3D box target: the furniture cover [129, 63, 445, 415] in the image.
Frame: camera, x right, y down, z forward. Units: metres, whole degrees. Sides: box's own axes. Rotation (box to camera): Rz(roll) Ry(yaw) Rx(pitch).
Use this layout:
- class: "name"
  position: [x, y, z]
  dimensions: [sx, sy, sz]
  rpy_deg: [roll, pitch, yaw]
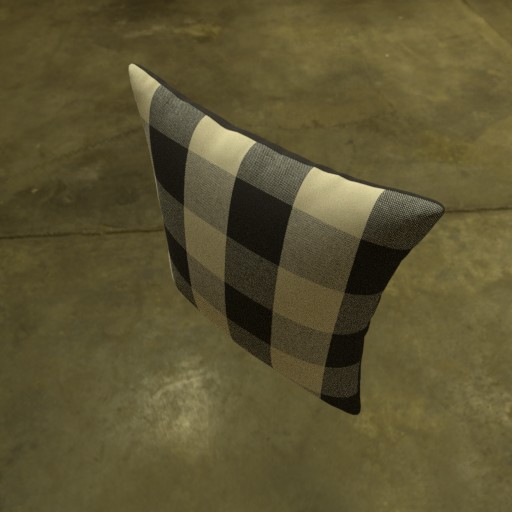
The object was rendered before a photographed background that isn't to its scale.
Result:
- class: "furniture cover"
  position: [0.000, 0.000, 0.750]
  dimensions: [0.511, 0.509, 0.161]
  rpy_deg: [33, 55, 26]
